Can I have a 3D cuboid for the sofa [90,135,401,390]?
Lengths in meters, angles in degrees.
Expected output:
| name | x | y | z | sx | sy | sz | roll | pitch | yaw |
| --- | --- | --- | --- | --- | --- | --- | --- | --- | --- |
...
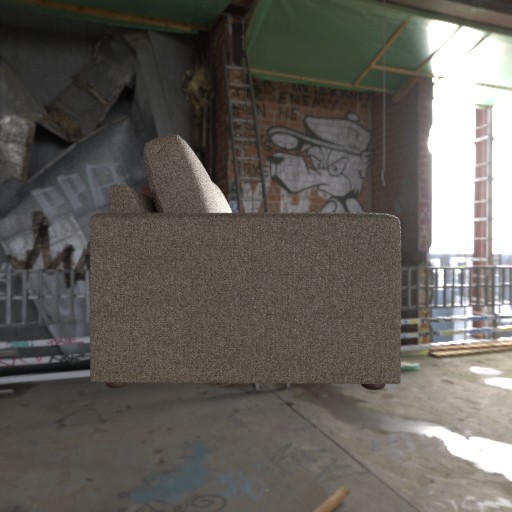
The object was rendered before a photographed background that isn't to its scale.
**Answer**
| name | x | y | z | sx | sy | sz | roll | pitch | yaw |
| --- | --- | --- | --- | --- | --- | --- | --- | --- | --- |
| sofa | 0.000 | 0.000 | 2.181 | 1.016 | 0.873 | 1.616 | 0 | 0 | 1 |
